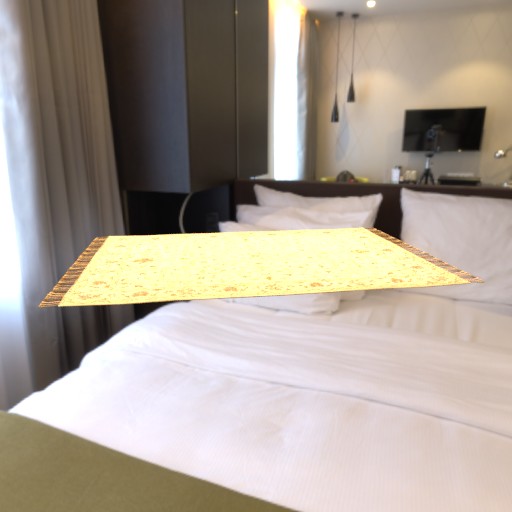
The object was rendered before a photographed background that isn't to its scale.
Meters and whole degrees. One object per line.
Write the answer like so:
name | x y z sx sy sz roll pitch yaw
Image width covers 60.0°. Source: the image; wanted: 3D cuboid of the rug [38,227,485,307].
rug | 0.000 0.000 2.373 1.861 0.017 1.218 -2 15 -9
